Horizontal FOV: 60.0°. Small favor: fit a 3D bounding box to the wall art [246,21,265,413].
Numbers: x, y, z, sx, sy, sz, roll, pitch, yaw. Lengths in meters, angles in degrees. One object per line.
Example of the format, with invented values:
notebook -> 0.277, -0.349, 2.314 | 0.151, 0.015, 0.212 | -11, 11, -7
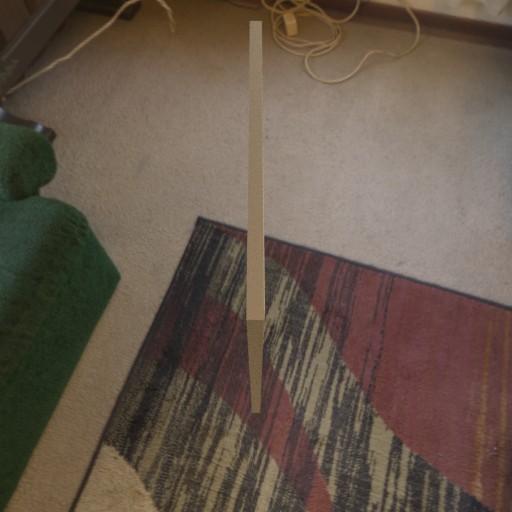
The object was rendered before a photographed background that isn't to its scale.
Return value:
wall art -> 0.000, 0.000, 1.394 | 0.034, 1.042, 0.789 | 0, 62, 0
